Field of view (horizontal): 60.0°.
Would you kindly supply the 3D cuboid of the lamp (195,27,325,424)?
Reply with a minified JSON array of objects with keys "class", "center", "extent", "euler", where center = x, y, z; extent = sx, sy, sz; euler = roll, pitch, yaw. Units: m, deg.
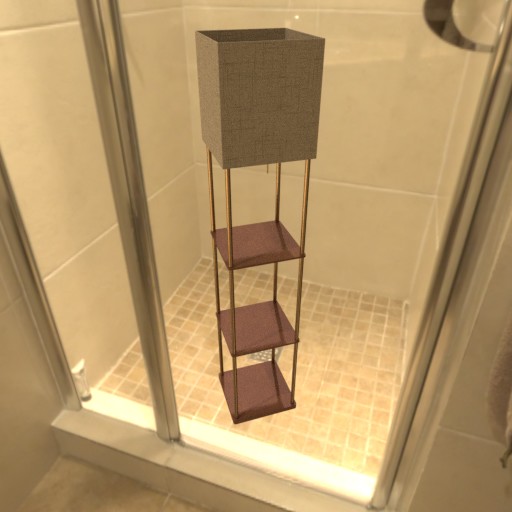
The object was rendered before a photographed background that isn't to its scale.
[{"class":"lamp","center":[0.000,0.000,1.744],"extent":[0.310,1.569,0.308],"euler":[-10,34,-15]}]
